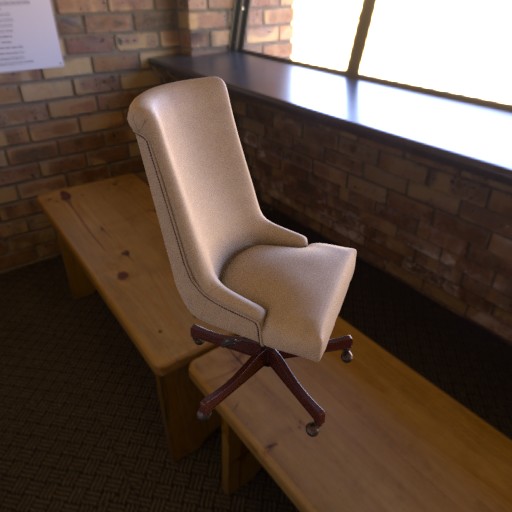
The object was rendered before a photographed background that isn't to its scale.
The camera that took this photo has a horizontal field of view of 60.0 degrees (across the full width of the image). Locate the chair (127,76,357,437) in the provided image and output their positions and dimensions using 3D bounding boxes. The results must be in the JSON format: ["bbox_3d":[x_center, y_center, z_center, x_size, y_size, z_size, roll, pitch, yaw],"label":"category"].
[{"bbox_3d":[0.000,0.000,1.459,0.696,1.010,0.645,12,34,18],"label":"chair"}]
